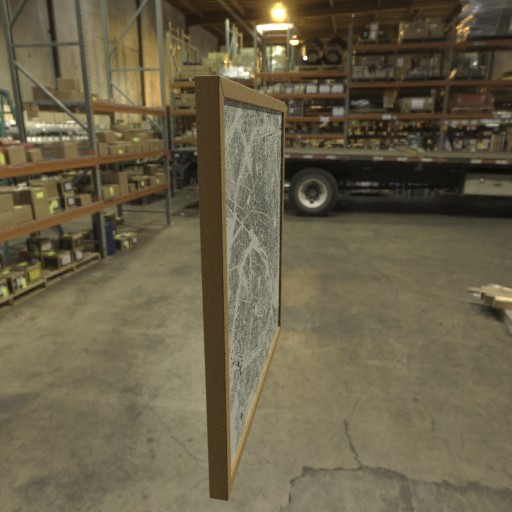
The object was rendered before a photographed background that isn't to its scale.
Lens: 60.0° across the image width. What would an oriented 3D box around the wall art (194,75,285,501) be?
[{"bbox_3d":[0.000,0.000,1.107,0.037,0.761,0.761,3,16,10],"label":"wall art"}]
